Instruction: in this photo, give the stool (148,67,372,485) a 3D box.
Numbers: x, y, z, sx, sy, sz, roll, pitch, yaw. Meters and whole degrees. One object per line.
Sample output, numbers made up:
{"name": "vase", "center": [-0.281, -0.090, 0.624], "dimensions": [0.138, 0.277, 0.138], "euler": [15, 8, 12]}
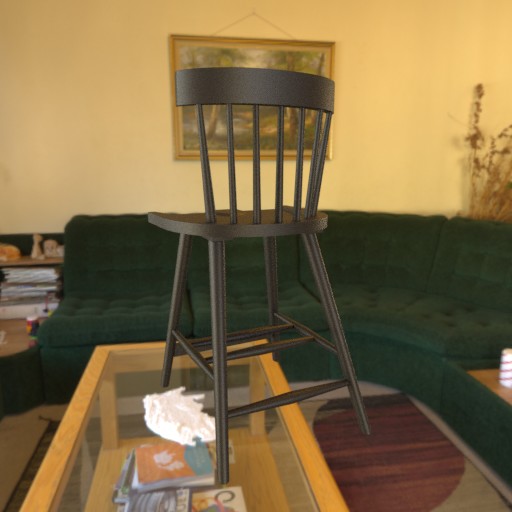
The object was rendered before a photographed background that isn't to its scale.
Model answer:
{"name": "stool", "center": [0.000, 0.000, 1.278], "dimensions": [0.494, 0.953, 0.549], "euler": [-6, 13, -26]}
